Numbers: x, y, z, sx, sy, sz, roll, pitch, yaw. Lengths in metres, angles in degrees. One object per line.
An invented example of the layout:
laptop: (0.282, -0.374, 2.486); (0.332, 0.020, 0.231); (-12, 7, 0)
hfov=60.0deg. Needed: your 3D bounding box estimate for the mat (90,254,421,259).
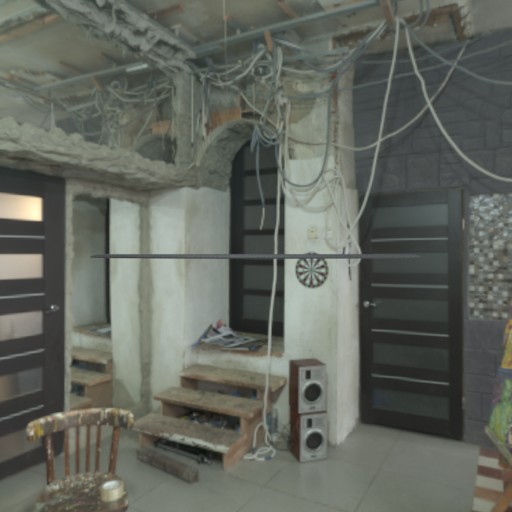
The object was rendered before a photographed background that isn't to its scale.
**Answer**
mat: (0.000, 0.000, 1.881); (1.525, 0.016, 0.917); (0, 0, -1)
